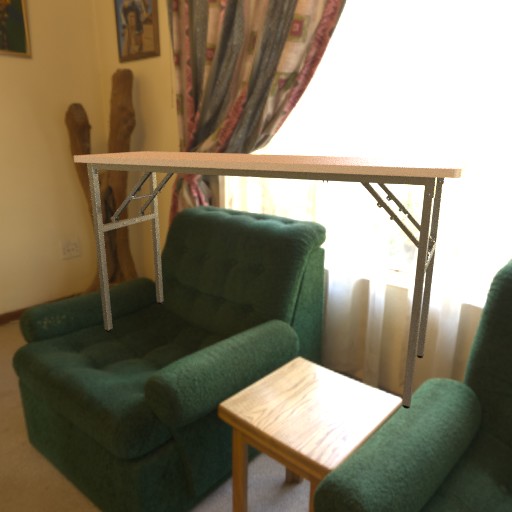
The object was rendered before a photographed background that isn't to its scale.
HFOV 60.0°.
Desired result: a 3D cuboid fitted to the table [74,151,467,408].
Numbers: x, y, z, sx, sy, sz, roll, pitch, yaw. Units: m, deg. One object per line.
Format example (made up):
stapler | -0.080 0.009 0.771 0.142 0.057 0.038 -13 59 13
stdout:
table | 0.000 0.000 1.725 1.397 0.750 0.446 8 18 25
